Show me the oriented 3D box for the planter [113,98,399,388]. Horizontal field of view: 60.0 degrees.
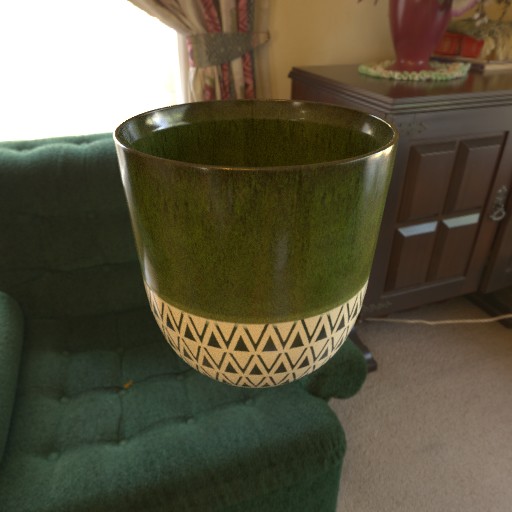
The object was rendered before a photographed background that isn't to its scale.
[{"bbox_3d":[0.000,0.000,0.460,0.245,0.270,0.245,0,30,0],"label":"planter"}]
